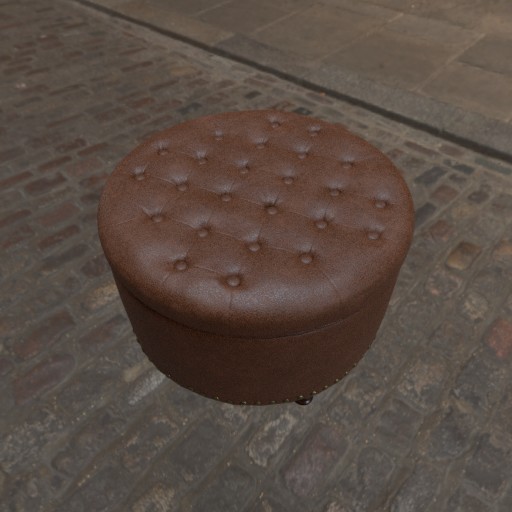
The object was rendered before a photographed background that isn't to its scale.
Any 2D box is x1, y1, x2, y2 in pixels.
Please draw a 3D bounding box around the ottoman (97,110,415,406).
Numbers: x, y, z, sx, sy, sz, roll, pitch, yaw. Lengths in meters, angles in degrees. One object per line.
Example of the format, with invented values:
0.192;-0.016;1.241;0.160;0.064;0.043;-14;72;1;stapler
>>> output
0.000;0.000;1.046;0.637;0.442;0.637;0;47;0;ottoman
